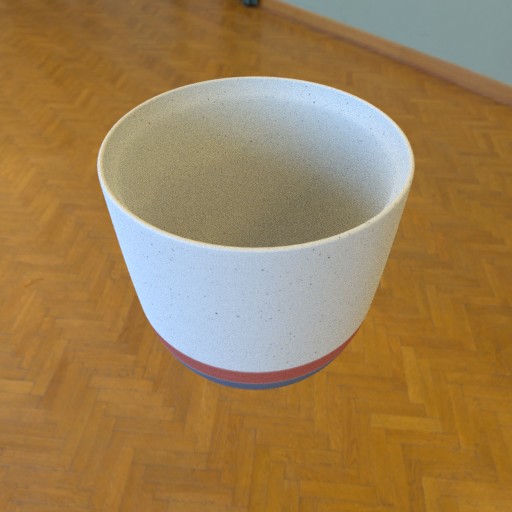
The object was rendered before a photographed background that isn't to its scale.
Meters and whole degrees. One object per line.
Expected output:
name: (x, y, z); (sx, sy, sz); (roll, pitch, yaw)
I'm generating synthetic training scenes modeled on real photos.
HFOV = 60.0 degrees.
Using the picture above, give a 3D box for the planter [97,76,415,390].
planter: (0.000, 0.000, 0.368); (0.204, 0.214, 0.204); (0, 46, 0)
